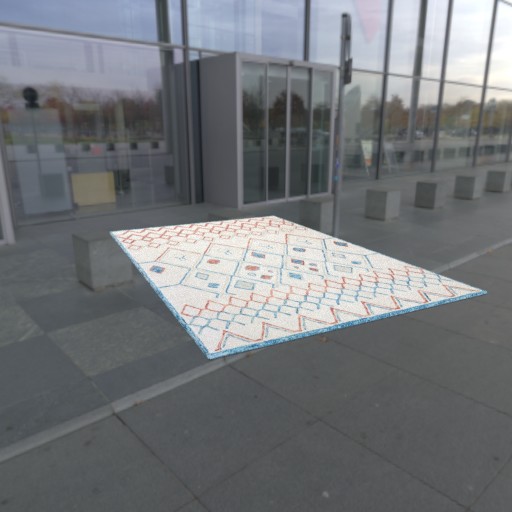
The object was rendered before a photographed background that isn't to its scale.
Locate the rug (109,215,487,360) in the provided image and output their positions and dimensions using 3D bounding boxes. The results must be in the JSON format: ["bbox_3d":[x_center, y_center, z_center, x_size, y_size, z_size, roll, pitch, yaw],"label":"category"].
[{"bbox_3d":[0.000,0.000,2.347,1.219,0.016,1.829,-8,18,-25],"label":"rug"}]
